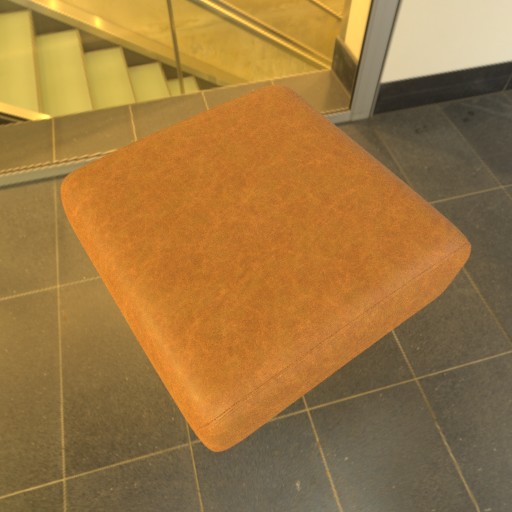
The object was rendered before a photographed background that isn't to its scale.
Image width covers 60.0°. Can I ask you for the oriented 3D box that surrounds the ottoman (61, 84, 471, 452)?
[{"bbox_3d":[0.000,0.000,1.047,0.650,0.399,0.650,-30,61,-19],"label":"ottoman"}]
